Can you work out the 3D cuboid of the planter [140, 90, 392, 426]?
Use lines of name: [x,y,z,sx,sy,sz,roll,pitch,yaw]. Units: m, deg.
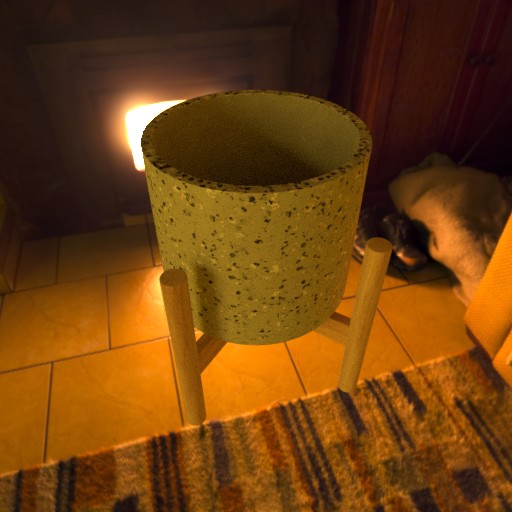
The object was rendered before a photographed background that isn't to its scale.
planter: [0.000,0.000,0.536,0.284,0.320,0.284,-25,47,-26]
